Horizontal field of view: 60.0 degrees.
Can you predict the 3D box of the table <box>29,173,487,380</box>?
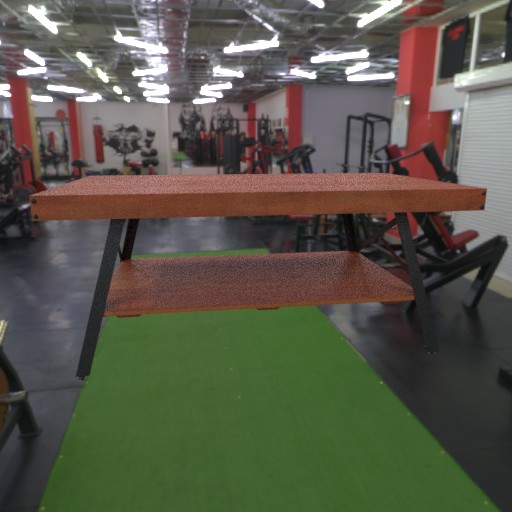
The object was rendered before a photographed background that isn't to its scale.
[{"bbox_3d":[0.000,0.000,1.368,1.067,0.457,0.610,-2,14,-8],"label":"table"}]
